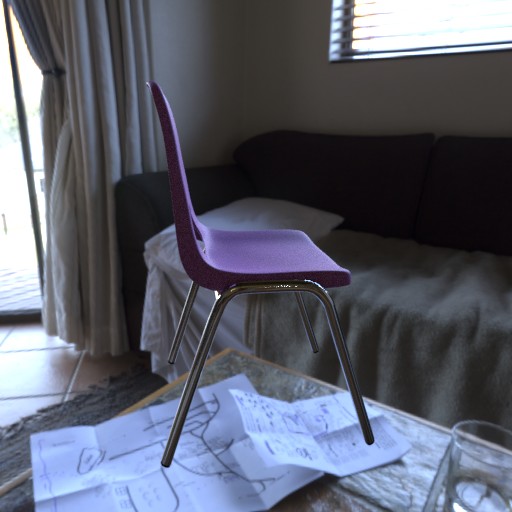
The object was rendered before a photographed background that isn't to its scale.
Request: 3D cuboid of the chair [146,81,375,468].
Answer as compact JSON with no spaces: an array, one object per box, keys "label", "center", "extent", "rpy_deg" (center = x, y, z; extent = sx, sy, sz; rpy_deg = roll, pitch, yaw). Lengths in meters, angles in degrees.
[{"label":"chair","center":[0.000,0.000,0.679],"extent":[0.301,0.493,0.291],"rpy_deg":[-2,16,-9]}]
